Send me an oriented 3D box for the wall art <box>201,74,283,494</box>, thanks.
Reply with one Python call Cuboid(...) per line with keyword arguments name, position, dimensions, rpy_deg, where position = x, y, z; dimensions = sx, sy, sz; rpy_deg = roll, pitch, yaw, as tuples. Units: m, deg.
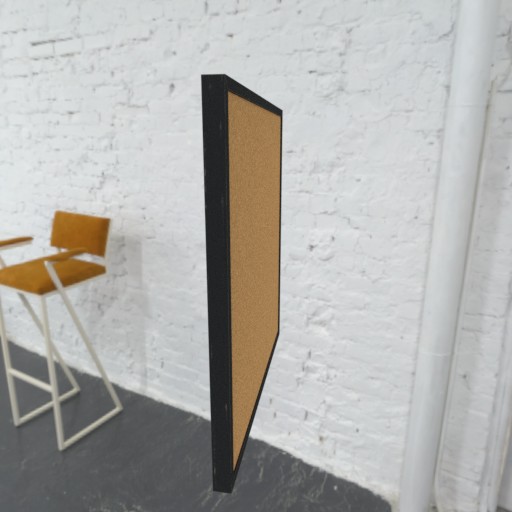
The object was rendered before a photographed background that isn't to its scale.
Cuboid(name="wall art", position=(0.000, 0.000, 1.132), dimensions=(0.037, 0.761, 0.761), rpy_deg=(2, 14, 10))
